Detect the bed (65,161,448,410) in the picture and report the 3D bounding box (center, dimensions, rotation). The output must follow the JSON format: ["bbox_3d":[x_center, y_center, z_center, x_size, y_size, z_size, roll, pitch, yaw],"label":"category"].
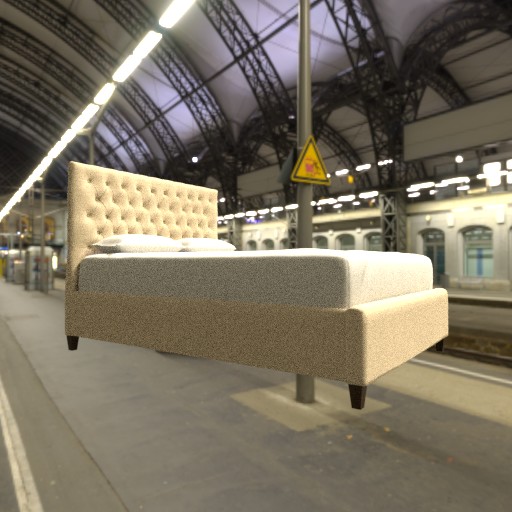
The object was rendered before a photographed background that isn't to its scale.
[{"bbox_3d":[0.000,0.000,3.359,2.387,1.427,1.698,0,-1,35],"label":"bed"}]
